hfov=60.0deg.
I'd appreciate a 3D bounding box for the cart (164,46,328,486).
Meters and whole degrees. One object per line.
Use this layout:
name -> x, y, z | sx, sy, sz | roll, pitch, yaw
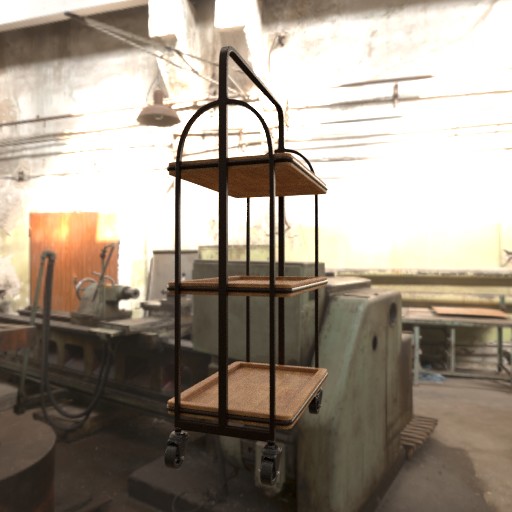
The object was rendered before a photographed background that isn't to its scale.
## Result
cart -> 0.000, 0.000, 1.246 | 0.327, 1.001, 0.553 | 0, -1, 19
